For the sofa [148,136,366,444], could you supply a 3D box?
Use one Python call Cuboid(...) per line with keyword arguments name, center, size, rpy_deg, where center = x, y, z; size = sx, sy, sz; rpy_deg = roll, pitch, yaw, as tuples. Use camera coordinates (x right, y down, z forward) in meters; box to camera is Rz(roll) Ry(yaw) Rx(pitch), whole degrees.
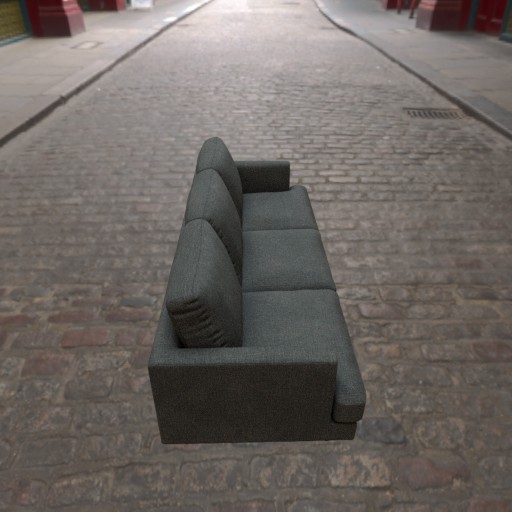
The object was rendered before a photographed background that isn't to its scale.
Cuboid(name="sofa", center=(0.000, 0.000, 2.769), size=(0.903, 0.930, 2.246), rpy_deg=(-1, 33, -1))
